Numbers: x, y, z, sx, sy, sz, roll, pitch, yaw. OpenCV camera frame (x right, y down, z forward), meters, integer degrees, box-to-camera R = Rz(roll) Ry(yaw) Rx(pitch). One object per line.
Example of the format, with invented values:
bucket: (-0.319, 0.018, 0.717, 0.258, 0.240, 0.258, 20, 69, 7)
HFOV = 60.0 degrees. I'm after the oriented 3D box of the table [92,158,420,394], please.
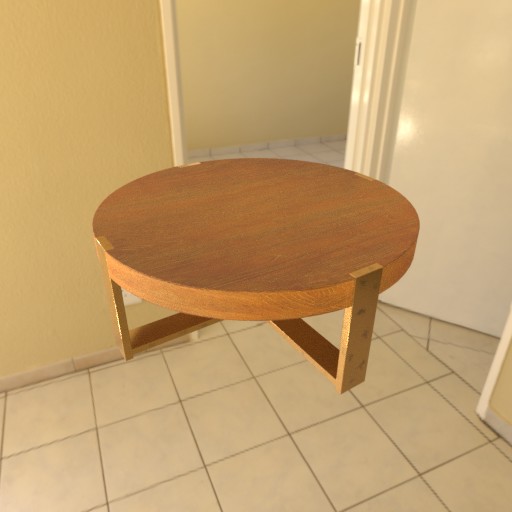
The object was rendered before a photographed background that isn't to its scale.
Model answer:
table: (0.000, 0.000, 1.672, 1.100, 0.420, 1.100, 0, 29, 0)
